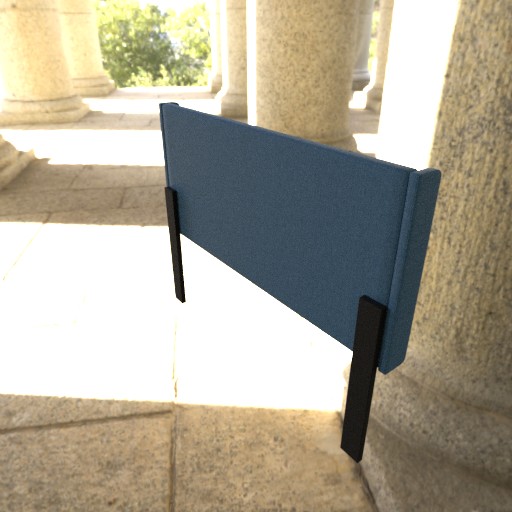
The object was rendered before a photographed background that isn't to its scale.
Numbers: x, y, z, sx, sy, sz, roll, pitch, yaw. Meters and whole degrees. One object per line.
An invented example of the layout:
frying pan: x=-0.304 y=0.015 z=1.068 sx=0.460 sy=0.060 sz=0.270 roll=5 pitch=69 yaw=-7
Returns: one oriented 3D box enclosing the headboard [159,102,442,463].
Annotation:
headboard: x=0.000 y=0.000 z=2.658 sx=0.184 sy=1.524 sz=2.051 roll=-19 pitch=33 yaw=-32
